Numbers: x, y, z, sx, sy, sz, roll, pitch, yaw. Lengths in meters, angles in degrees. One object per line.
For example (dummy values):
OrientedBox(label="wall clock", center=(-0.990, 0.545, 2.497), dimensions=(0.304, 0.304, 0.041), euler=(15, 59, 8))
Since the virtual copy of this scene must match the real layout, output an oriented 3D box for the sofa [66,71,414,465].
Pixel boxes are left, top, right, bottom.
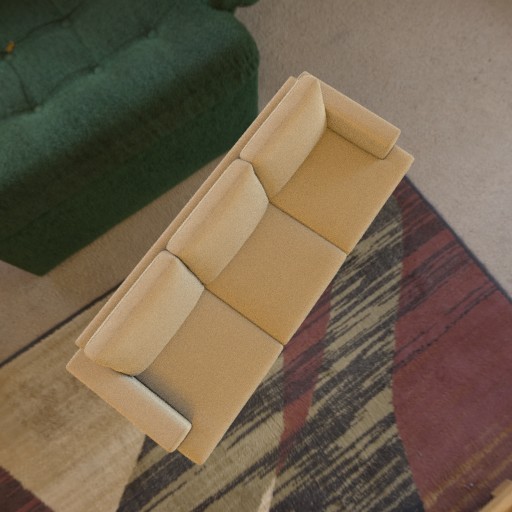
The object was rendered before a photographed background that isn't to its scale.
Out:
OrientedBox(label="sofa", center=(0.000, 0.000, 2.716), dimensions=(0.920, 0.810, 2.310), euler=(35, 78, 8))
